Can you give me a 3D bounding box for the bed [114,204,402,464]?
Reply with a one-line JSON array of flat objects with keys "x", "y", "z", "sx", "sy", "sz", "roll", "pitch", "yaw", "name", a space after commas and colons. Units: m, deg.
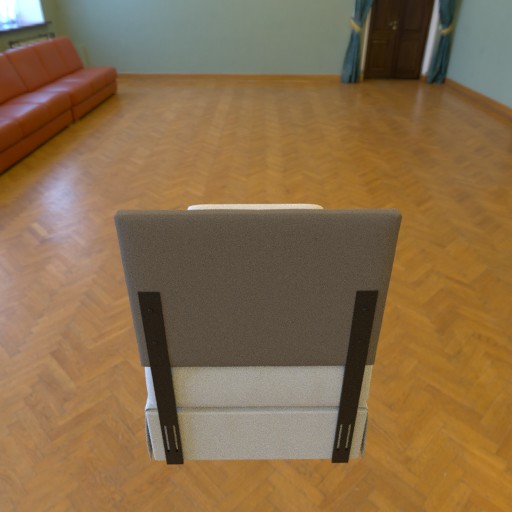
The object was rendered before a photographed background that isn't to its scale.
[{"x": 0.000, "y": 0.000, "z": 2.963, "sx": 1.261, "sy": 1.571, "sz": 1.997, "roll": 0, "pitch": 31, "yaw": 0, "name": "bed"}]
